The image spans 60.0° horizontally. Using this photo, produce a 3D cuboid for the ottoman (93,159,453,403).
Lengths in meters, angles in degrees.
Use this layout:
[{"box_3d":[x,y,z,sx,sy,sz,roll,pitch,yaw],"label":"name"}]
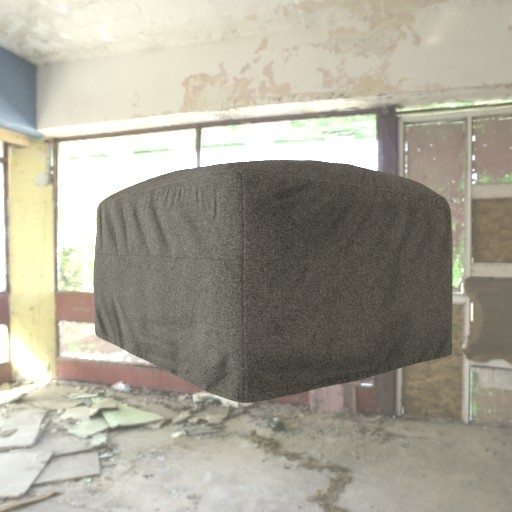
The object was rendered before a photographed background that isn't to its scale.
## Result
[{"box_3d":[0.000,0.000,1.235,0.683,0.481,0.837,-1,2,-37],"label":"ottoman"}]
